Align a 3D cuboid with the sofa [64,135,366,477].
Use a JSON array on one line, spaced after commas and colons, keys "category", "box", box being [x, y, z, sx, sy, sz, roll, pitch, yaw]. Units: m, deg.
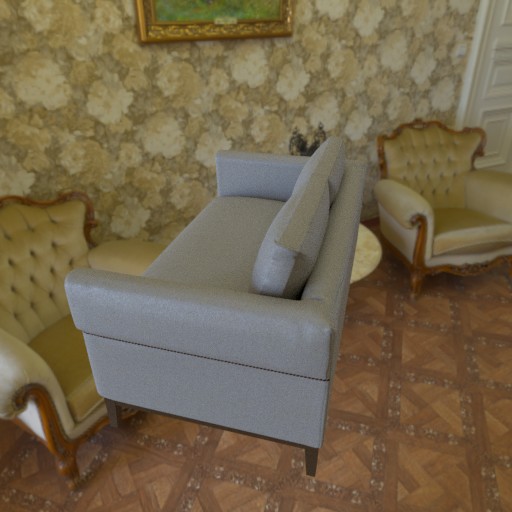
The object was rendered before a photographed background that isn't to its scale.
[{"category": "sofa", "box": [0.000, 0.000, 2.125, 0.899, 0.873, 1.598, 8, 30, 13]}]
